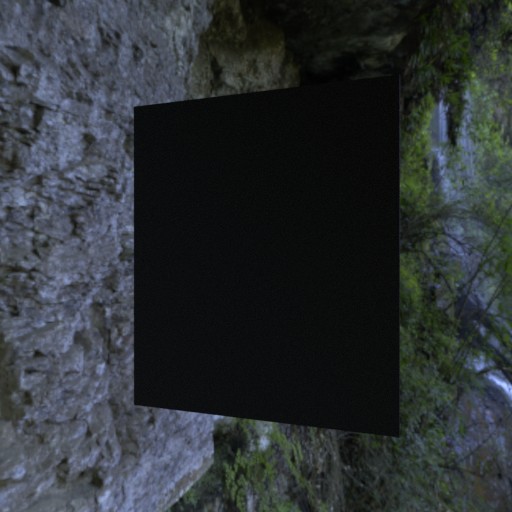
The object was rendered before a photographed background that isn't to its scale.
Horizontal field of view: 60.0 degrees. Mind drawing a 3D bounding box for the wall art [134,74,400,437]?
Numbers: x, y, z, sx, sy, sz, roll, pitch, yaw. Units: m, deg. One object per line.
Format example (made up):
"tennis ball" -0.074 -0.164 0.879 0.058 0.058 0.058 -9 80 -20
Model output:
"wall art" 0.000 0.000 0.693 0.428 0.505 0.023 0 0 18
